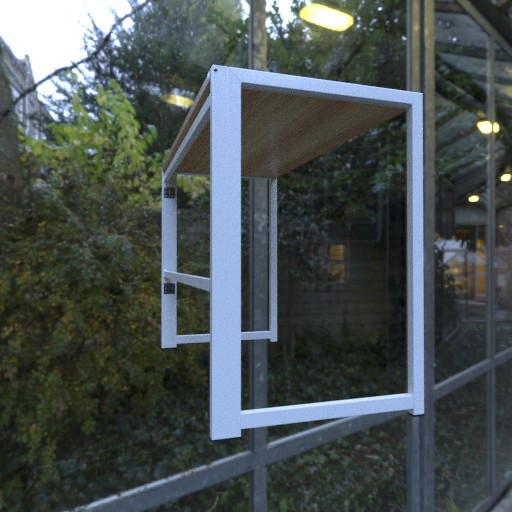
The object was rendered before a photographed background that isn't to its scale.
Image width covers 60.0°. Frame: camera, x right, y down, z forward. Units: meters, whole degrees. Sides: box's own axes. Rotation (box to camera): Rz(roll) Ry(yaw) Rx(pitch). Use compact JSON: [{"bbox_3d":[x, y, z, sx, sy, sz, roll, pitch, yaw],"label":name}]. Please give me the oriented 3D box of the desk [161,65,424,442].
[{"bbox_3d":[0.000,0.000,1.451,0.508,0.762,1.016,0,-1,-18],"label":"desk"}]
